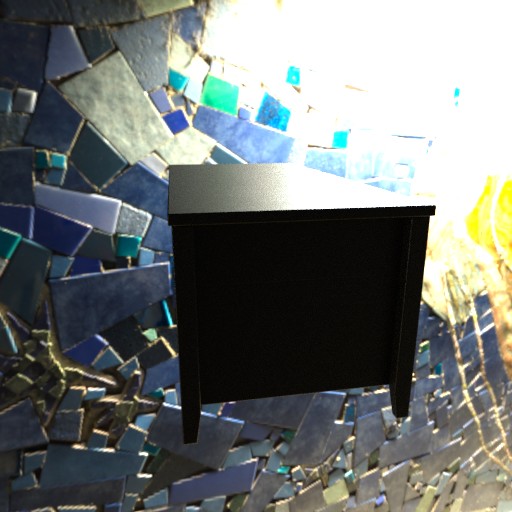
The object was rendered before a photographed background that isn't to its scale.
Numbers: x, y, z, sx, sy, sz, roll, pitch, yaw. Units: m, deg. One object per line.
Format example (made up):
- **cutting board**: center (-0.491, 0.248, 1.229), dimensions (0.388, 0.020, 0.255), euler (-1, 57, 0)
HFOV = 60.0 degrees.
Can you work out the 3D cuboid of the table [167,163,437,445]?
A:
- **table**: center (0.000, 0.000, 1.308), dimensions (0.483, 0.457, 1.016), euler (-3, 16, -10)
